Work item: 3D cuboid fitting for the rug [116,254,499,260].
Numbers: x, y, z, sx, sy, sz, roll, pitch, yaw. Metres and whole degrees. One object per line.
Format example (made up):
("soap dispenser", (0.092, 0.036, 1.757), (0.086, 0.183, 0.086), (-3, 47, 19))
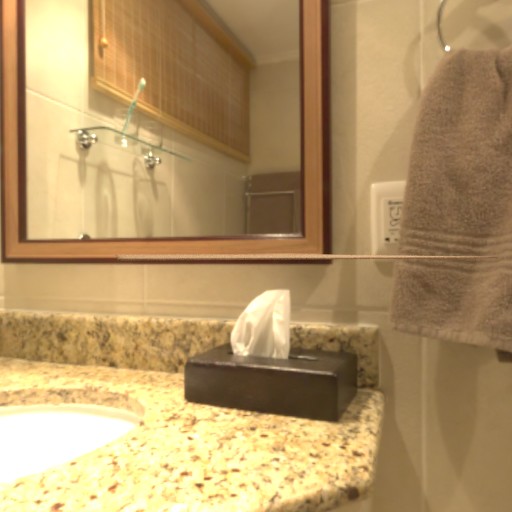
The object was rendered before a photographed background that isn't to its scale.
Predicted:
("rug", (0.000, 0.000, 3.826), (2.313, 0.009, 2.939), (0, 1, -18))
